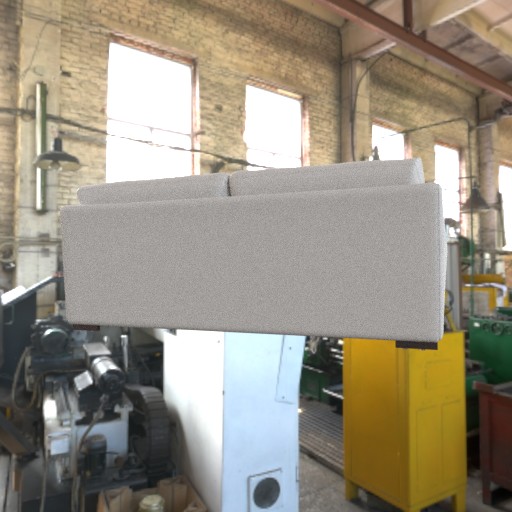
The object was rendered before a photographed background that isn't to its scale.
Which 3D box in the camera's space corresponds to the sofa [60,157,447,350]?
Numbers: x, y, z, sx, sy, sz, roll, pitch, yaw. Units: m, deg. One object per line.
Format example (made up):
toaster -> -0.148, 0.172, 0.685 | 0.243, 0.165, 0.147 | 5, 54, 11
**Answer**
sofa -> 0.000, 0.000, 2.875 | 2.261, 0.940, 1.143 | -1, -2, 20
